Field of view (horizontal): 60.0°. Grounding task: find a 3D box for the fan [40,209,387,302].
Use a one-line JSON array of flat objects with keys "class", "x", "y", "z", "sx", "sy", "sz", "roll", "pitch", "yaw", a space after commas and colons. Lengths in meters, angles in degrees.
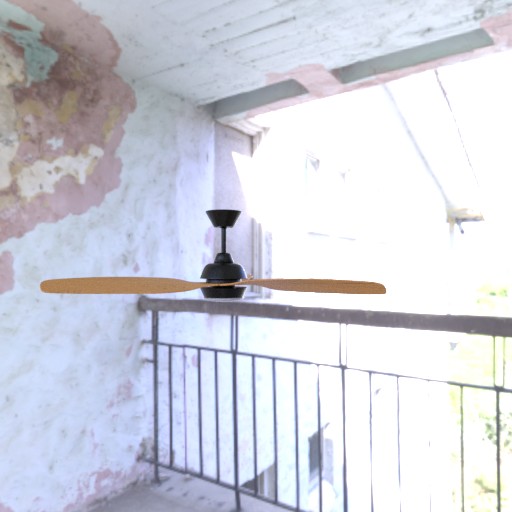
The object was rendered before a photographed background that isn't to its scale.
[{"class": "fan", "x": 0.000, "y": 0.000, "z": 1.671, "sx": 1.010, "sy": 0.355, "sz": 1.142, "roll": -1, "pitch": -1, "yaw": 35}]
